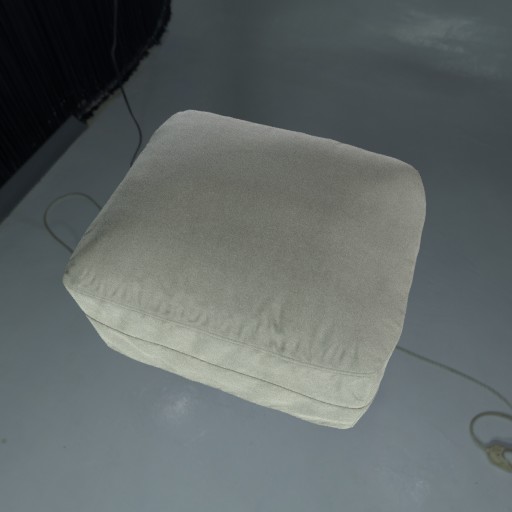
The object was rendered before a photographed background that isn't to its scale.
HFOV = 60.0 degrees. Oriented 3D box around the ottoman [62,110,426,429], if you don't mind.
[{"bbox_3d":[0.000,0.000,1.082,0.712,0.480,0.584,17,58,11],"label":"ottoman"}]
